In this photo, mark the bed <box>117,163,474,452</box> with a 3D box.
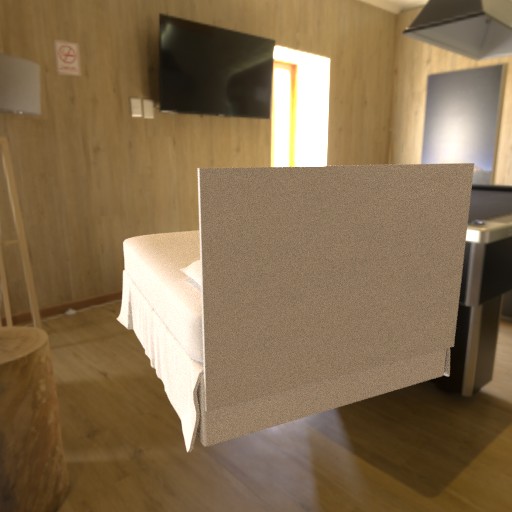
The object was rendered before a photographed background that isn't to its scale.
[{"bbox_3d":[0.000,0.000,3.176,1.745,1.335,2.094,-6,15,-25],"label":"bed"}]
